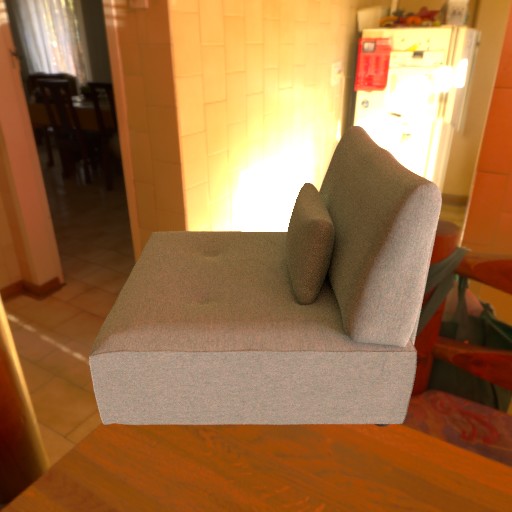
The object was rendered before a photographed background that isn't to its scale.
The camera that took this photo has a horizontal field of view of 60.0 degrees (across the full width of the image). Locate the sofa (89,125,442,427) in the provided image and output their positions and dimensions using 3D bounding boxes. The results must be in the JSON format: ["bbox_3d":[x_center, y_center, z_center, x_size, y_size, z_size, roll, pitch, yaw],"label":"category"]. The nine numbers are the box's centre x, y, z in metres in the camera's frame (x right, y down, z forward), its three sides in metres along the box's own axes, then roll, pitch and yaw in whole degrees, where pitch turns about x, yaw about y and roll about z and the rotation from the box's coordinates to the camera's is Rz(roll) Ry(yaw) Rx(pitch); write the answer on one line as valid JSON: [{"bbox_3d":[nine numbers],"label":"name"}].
[{"bbox_3d":[0.000,0.000,1.680,1.000,0.820,0.930,0,26,0],"label":"sofa"}]
